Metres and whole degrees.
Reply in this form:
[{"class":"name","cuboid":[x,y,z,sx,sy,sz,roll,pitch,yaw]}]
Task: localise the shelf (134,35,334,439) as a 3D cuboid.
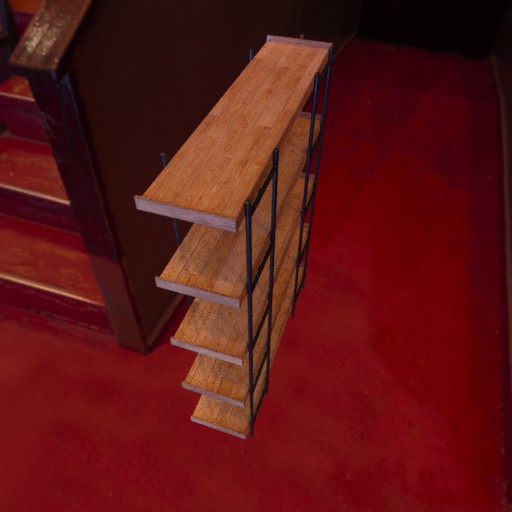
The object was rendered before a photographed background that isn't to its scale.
[{"class":"shelf","cuboid":[0.000,0.000,2.439,0.379,1.826,1.371,14,48,13]}]
